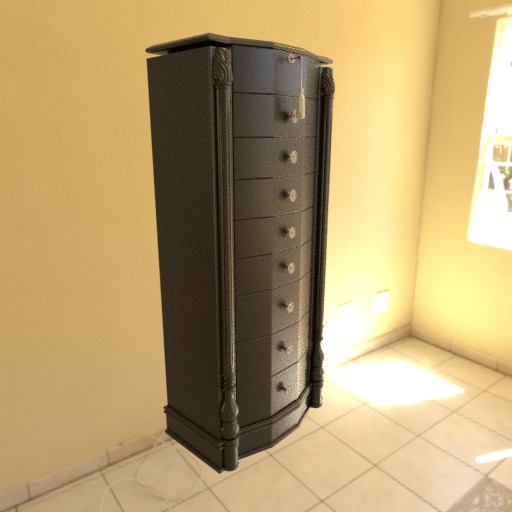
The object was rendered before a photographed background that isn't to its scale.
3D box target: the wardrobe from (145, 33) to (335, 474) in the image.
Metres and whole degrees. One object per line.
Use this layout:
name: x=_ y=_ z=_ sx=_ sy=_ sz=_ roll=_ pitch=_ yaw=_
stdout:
wardrobe: x=0.000 y=0.000 z=1.185 sx=0.295 sy=1.011 sz=0.444 roll=14 pitch=21 yaw=41
